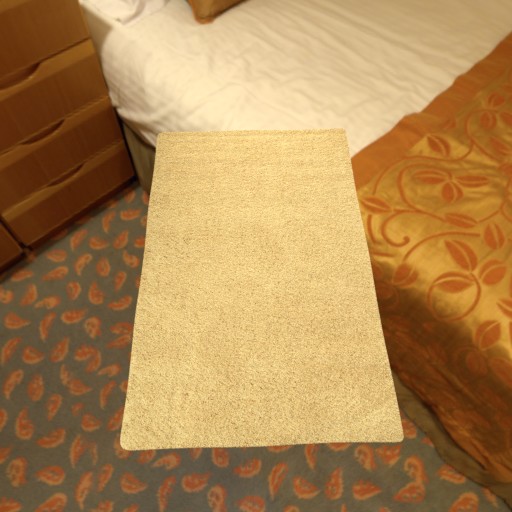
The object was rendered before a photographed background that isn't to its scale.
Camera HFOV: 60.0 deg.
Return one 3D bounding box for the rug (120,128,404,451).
[{"bbox_3d":[0.000,0.000,2.940,1.500,0.025,2.349,-1,59,-1],"label":"rug"}]
